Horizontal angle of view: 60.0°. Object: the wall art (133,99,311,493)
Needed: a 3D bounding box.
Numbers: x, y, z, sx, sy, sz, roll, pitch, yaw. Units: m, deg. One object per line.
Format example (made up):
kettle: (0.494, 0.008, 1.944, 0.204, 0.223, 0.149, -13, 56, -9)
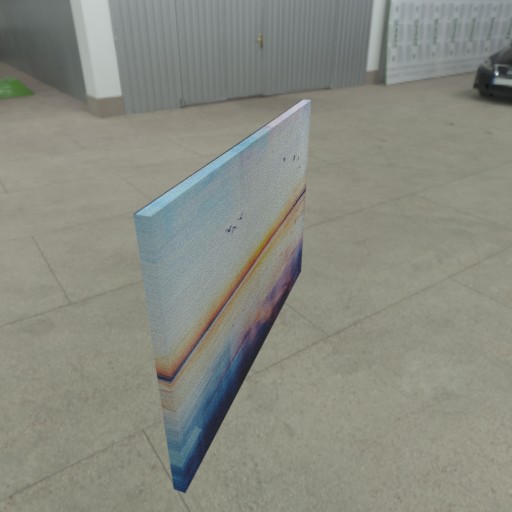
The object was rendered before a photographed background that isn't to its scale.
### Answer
wall art: (0.000, 0.000, 0.741, 0.018, 0.402, 0.604, 10, 31, 17)
